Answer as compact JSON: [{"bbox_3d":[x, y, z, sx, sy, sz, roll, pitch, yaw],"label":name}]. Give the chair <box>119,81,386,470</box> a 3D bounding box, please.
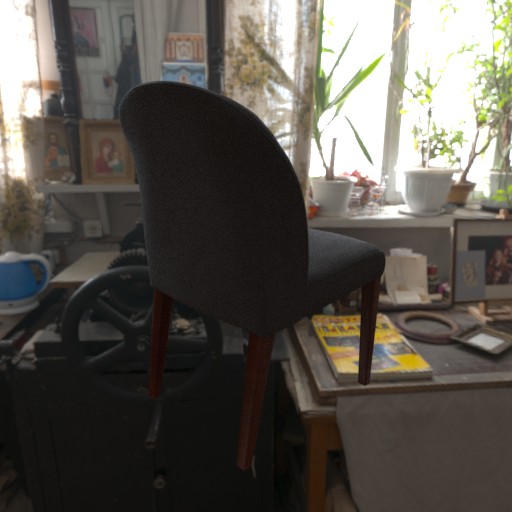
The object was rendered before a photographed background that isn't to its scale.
[{"bbox_3d":[0.000,0.000,1.248,0.619,0.879,0.506,-15,22,-42],"label":"chair"}]
